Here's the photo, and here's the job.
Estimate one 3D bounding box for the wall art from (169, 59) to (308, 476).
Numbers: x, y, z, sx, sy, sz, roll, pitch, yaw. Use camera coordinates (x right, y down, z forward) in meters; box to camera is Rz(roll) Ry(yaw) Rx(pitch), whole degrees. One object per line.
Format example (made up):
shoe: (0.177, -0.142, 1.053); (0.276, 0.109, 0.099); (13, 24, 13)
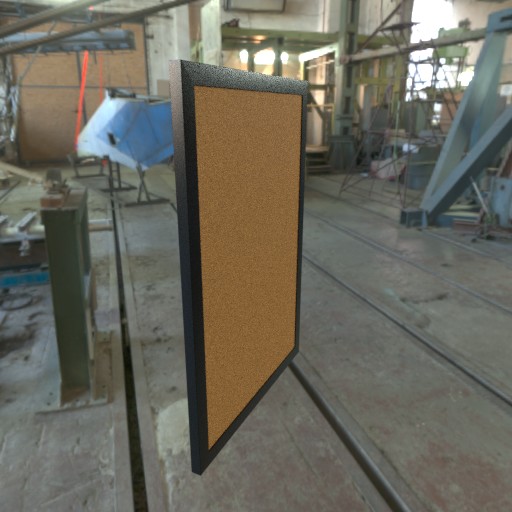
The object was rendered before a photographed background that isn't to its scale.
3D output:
wall art: (0.000, 0.000, 0.859); (0.019, 0.656, 0.462); (9, 20, 25)
